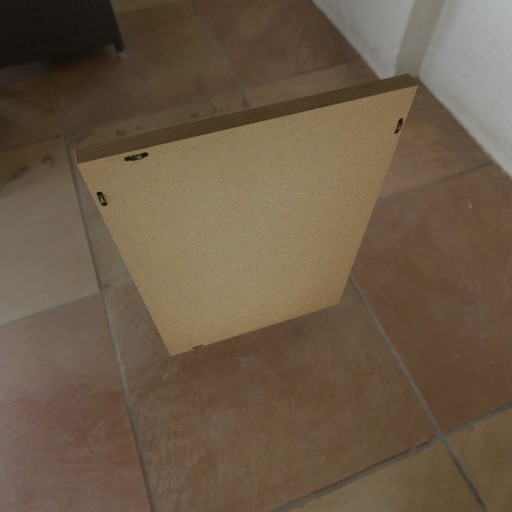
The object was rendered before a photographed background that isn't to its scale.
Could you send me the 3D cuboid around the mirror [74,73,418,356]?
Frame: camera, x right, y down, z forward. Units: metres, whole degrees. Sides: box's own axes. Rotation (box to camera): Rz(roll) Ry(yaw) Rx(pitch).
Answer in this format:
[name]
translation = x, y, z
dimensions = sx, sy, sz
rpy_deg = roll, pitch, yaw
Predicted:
[mirror]
translation = 0.000, 0.000, 1.148
dimensions = 0.609, 0.915, 0.041
rpy_deg = -16, 60, -10
